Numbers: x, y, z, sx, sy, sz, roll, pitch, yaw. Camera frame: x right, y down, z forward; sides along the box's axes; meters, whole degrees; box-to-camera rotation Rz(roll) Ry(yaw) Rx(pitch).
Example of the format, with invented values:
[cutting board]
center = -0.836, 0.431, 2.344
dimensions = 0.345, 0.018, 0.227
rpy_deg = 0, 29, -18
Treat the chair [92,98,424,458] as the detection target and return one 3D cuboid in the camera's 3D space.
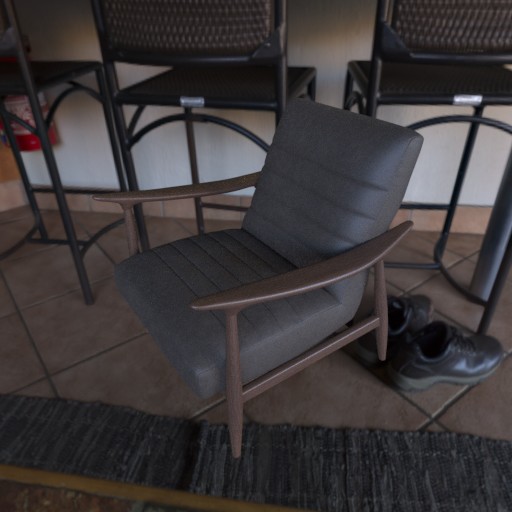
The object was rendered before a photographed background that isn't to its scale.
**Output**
[chair]
center = 0.000, 0.000, 1.455
dimensions = 0.798, 0.831, 0.741
rpy_deg = -20, 38, -29
